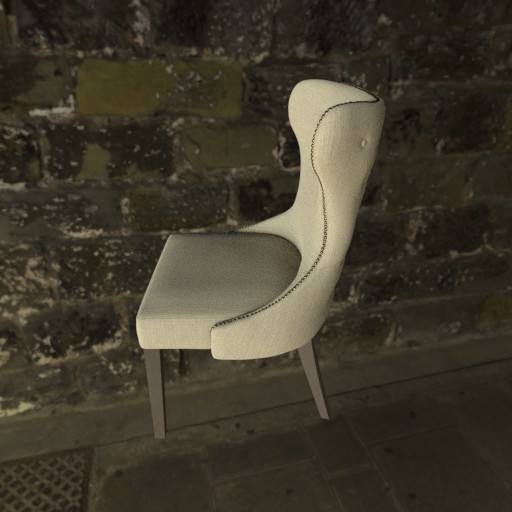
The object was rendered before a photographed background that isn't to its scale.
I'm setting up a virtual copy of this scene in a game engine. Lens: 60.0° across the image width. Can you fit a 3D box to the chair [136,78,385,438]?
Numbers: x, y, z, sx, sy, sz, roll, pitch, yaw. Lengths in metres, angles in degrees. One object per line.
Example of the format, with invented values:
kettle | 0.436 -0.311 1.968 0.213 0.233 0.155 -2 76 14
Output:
chair | 0.000 0.000 1.352 0.635 0.967 0.628 0 26 0
